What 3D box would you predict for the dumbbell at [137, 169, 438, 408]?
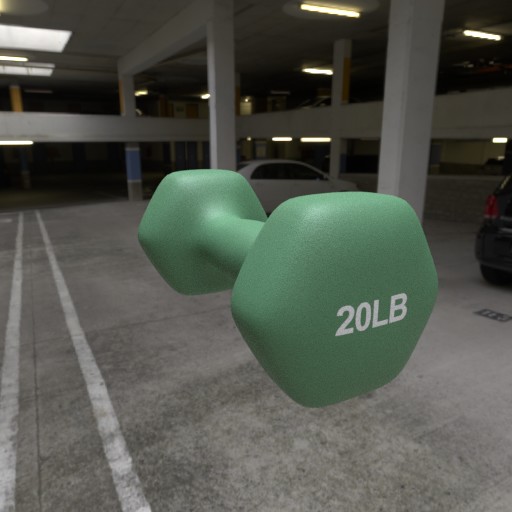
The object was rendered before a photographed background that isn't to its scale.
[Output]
[{"bbox_3d":[0.000,0.000,0.331,0.126,0.114,0.257,-8,17,-27],"label":"dumbbell"}]
